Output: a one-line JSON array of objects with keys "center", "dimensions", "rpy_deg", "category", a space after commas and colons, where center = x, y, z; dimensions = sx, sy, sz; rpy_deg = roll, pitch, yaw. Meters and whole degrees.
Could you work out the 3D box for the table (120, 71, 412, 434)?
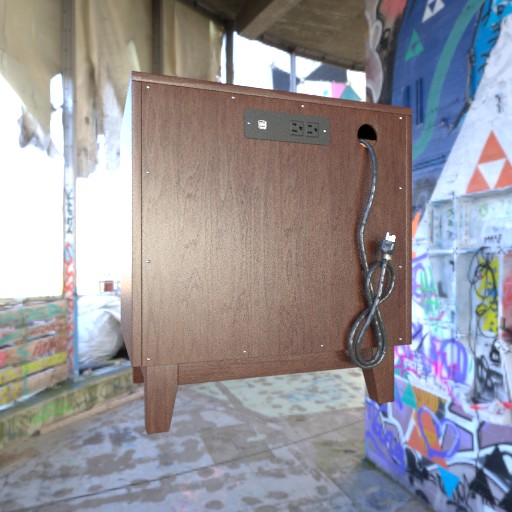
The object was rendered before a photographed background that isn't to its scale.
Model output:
[{"center": [0.000, 0.000, 0.986], "dimensions": [0.557, 0.609, 0.449], "rpy_deg": [0, 0, -20], "category": "table"}]
